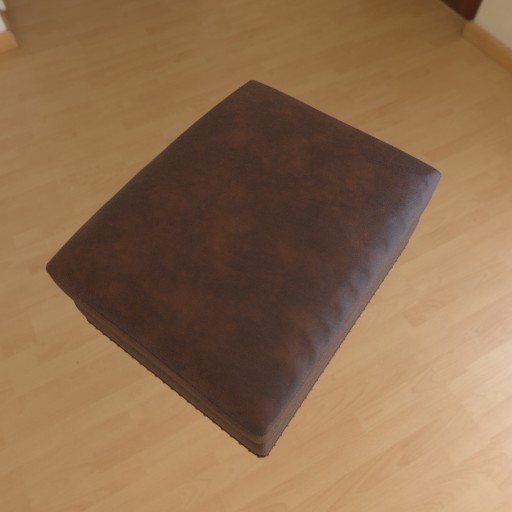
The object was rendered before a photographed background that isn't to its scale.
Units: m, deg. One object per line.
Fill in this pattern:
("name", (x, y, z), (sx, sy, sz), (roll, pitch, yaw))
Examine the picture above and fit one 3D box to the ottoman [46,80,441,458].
("ottoman", (0.000, 0.000, 1.128), (0.586, 0.486, 0.742), (32, 65, 17))
